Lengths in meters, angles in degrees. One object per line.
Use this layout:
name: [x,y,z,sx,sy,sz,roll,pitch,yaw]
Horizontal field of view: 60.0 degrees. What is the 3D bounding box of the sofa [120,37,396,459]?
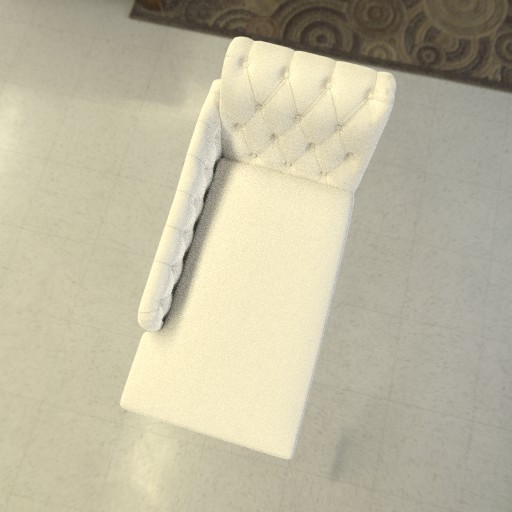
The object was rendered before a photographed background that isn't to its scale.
sofa: [0.000,0.000,1.744,0.675,0.787,1.379,16,77,4]
